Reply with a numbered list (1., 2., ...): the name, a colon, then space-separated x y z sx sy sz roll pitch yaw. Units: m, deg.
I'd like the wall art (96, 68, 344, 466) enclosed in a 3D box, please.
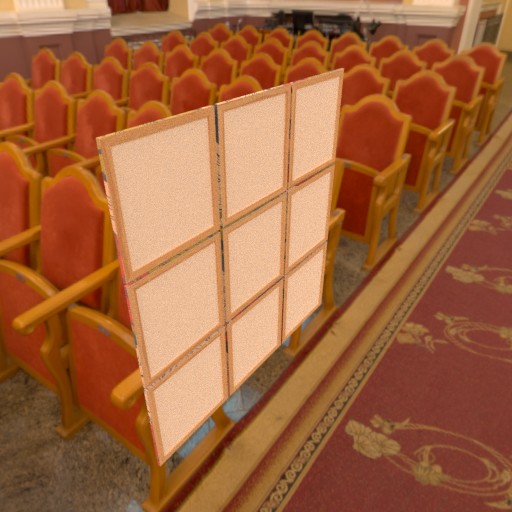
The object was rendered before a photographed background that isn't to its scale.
1. wall art: 0.000 0.000 1.730 0.013 1.218 1.206 21 37 30
